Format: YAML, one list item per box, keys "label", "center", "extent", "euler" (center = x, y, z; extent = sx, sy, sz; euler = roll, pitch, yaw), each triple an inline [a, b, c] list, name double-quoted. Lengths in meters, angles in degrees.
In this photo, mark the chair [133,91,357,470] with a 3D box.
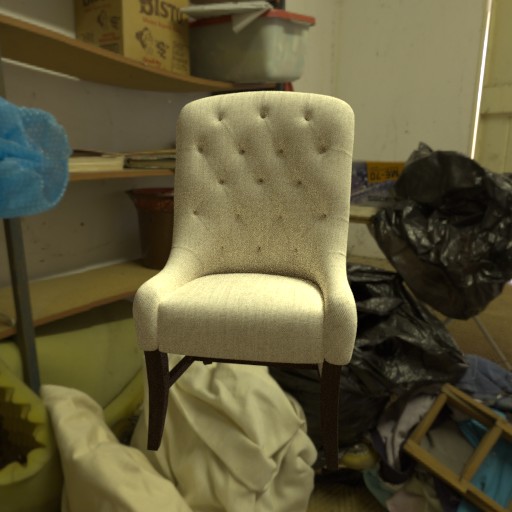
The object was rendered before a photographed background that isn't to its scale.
- label: "chair"
  center: [0.000, 0.000, 1.474]
  extent: [0.634, 1.091, 0.629]
  euler: [2, 14, 9]
